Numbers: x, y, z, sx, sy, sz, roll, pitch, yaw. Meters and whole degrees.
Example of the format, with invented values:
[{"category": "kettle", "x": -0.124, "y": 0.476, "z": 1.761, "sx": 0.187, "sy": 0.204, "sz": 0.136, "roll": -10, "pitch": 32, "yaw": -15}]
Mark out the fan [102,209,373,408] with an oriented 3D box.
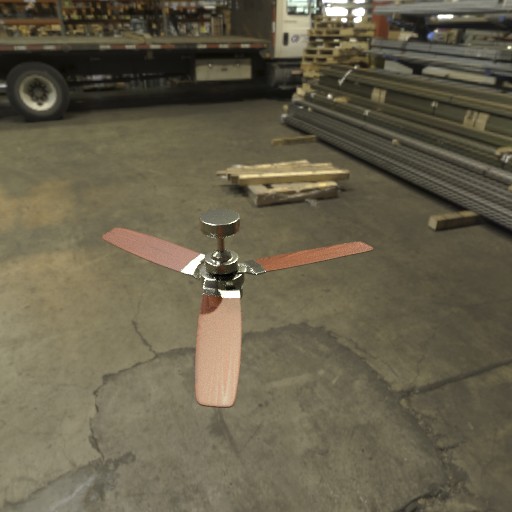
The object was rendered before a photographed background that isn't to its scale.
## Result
[{"category": "fan", "x": 0.000, "y": 0.000, "z": 2.011, "sx": 1.271, "sy": 0.410, "sz": 1.416, "roll": -11, "pitch": 31, "yaw": -19}]
